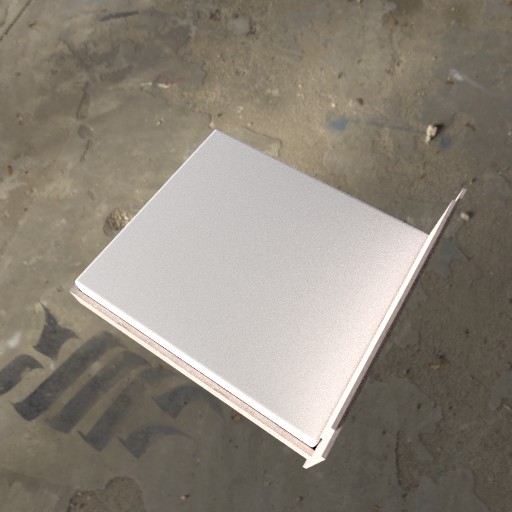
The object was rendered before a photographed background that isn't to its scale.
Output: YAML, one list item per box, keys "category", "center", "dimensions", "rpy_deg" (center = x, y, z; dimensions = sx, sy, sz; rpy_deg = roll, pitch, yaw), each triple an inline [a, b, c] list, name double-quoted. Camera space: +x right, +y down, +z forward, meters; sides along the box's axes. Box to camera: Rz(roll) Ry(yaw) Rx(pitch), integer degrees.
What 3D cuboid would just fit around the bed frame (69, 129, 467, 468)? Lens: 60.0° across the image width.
- category: "bed frame"
  center: [0.000, 0.000, 3.244]
  dimensions: [2.080, 0.970, 1.950]
  rpy_deg: [30, 66, 15]
